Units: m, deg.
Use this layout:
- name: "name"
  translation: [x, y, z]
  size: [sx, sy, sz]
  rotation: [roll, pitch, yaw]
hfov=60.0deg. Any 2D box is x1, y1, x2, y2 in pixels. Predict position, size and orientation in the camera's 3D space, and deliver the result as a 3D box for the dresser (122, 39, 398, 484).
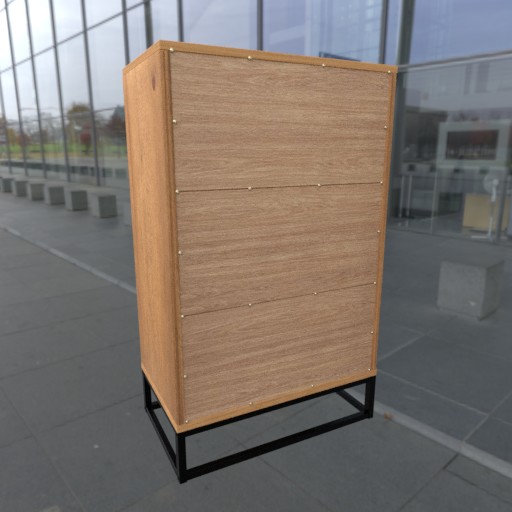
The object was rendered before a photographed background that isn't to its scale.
- name: "dresser"
  translation: [0.000, 0.000, 1.566]
  size: [0.761, 1.240, 0.479]
  rotation: [-7, 15, -26]
